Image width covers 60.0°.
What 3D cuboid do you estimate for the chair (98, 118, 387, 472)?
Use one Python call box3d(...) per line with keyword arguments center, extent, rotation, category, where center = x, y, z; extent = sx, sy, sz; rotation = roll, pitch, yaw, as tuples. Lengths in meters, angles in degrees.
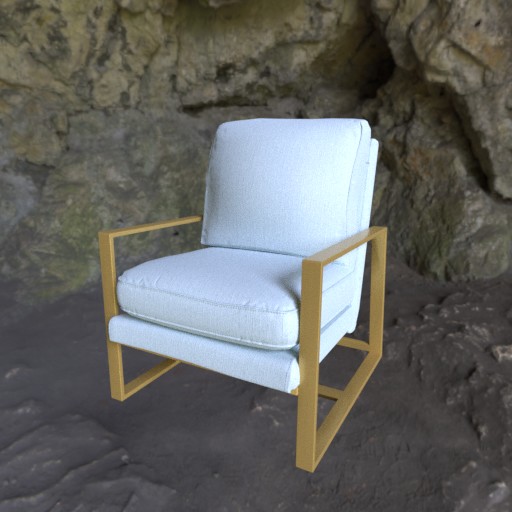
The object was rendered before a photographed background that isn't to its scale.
box3d(center=(0.000, 0.000, 1.569), extent=(0.758, 0.956, 0.813), rotation=(8, 16, 28), category="chair")
